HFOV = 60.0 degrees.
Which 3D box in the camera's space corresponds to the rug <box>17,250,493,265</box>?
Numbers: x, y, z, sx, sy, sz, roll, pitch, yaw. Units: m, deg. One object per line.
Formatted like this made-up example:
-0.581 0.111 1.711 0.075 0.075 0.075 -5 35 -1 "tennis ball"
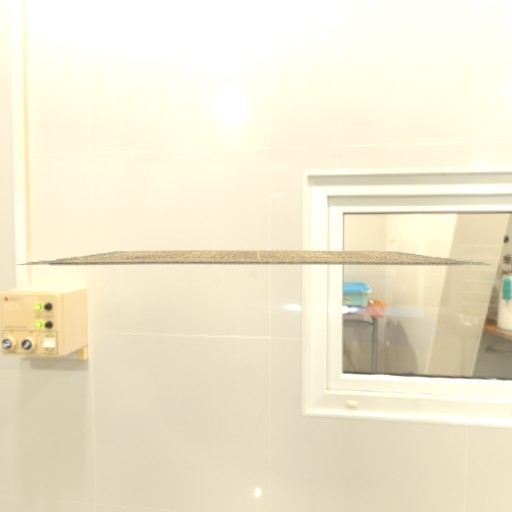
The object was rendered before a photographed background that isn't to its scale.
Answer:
0.000 0.000 3.035 2.465 0.023 1.619 0 3 0 "rug"
